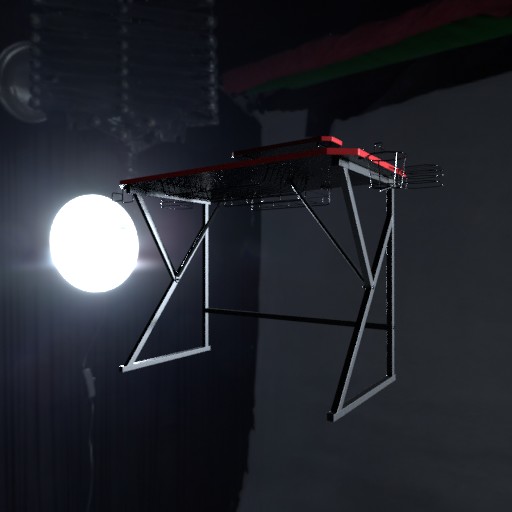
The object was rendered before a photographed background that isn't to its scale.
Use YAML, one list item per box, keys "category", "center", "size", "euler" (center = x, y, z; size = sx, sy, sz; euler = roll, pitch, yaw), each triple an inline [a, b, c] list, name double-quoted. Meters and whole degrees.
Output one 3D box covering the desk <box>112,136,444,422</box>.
- category: "desk"
  center: [0.000, 0.000, 1.706]
  size: [1.280, 0.913, 0.588]
  euler: [0, 0, 36]
